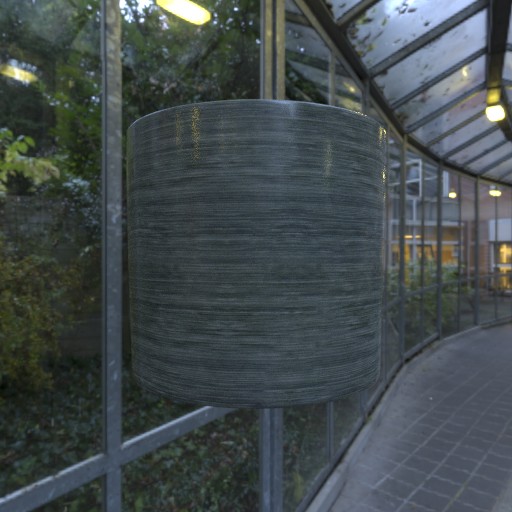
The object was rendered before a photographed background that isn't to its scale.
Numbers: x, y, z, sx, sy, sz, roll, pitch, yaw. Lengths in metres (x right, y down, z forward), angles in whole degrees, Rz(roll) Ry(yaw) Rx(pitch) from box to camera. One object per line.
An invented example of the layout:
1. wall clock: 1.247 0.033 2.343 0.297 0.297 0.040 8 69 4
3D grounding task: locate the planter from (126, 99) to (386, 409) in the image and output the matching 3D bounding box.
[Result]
1. planter: 0.000 0.000 0.394 0.221 0.201 0.221 0 0 0
